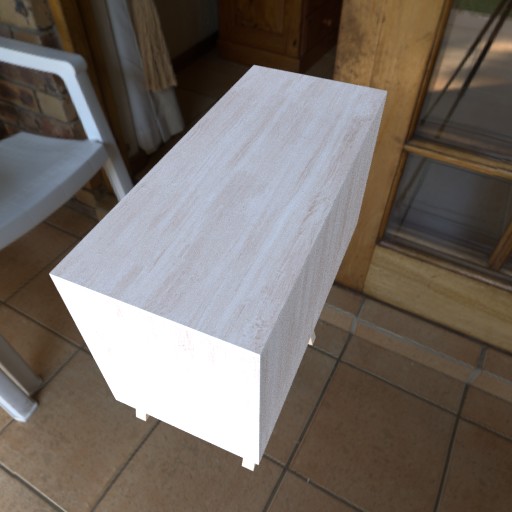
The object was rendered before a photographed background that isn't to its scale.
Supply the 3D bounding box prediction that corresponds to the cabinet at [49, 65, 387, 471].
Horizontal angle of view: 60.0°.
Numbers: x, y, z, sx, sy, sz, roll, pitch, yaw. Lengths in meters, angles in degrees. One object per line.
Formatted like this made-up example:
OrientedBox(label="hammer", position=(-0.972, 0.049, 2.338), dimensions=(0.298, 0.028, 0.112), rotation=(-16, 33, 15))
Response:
OrientedBox(label="cabinet", position=(0.000, 0.000, 1.529), dimensions=(0.500, 0.780, 1.110), rotation=(18, 50, 16))
